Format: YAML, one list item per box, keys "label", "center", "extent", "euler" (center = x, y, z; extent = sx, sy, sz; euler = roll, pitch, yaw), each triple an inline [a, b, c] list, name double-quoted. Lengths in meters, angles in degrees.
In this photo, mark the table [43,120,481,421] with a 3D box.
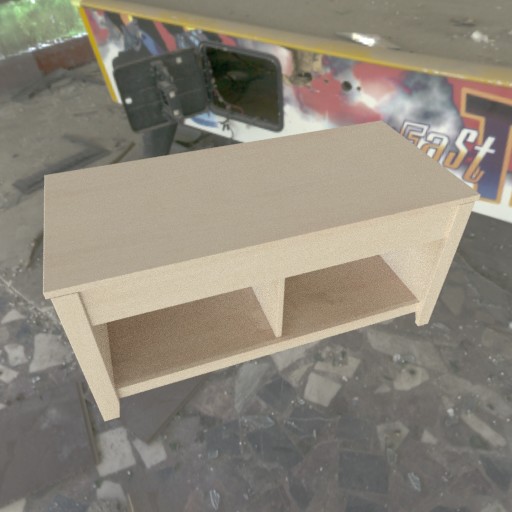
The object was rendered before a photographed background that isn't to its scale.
- label: "table"
  center: [0.000, 0.000, 1.287]
  extent: [1.016, 0.483, 0.457]
  euler: [-13, 43, -15]
